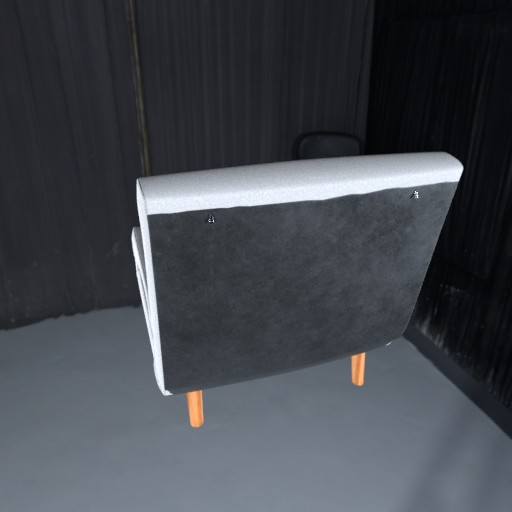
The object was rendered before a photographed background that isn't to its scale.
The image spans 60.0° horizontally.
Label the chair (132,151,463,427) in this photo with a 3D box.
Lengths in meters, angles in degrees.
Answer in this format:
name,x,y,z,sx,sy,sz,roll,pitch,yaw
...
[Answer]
name,x,y,z,sx,sy,sz,roll,pitch,yaw
chair,0.000,0.000,1.484,0.770,0.808,0.902,-8,27,-17
